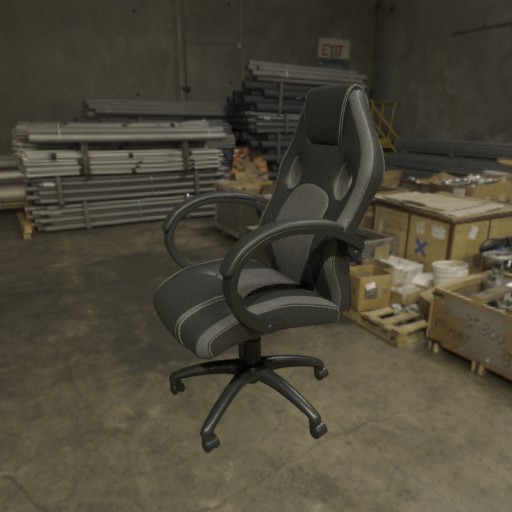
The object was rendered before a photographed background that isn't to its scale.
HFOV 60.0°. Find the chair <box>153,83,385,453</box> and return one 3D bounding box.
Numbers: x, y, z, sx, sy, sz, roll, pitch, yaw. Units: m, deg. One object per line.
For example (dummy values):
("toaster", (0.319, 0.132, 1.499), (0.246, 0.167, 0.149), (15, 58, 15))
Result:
("chair", (0.000, 0.000, 1.614), (0.724, 1.187, 0.673), (-8, 19, -26))
